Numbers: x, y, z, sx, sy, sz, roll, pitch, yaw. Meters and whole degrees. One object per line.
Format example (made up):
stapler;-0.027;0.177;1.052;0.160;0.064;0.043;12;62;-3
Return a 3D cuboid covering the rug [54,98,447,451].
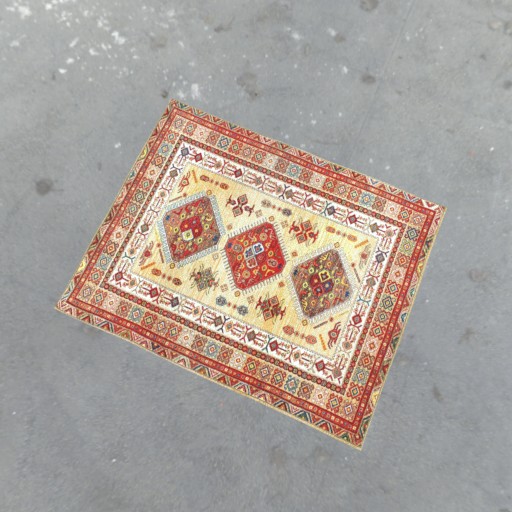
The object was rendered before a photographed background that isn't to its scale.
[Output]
rug;0.000;0.000;4.271;3.067;0.005;2.460;23;76;6
